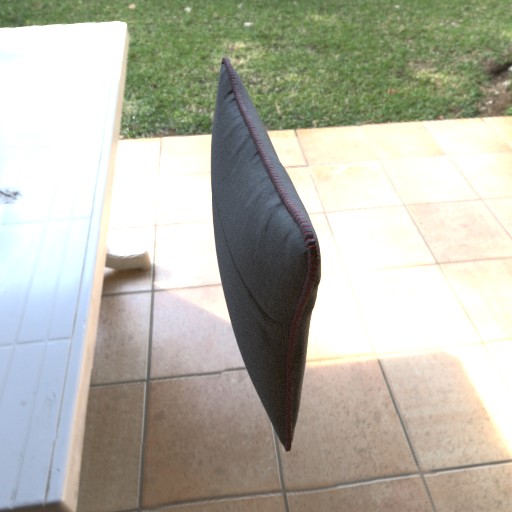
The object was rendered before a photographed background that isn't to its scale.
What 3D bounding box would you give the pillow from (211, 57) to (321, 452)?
[{"bbox_3d":[0.000,0.000,0.735,0.124,0.491,0.482,-9,46,-9],"label":"pillow"}]
